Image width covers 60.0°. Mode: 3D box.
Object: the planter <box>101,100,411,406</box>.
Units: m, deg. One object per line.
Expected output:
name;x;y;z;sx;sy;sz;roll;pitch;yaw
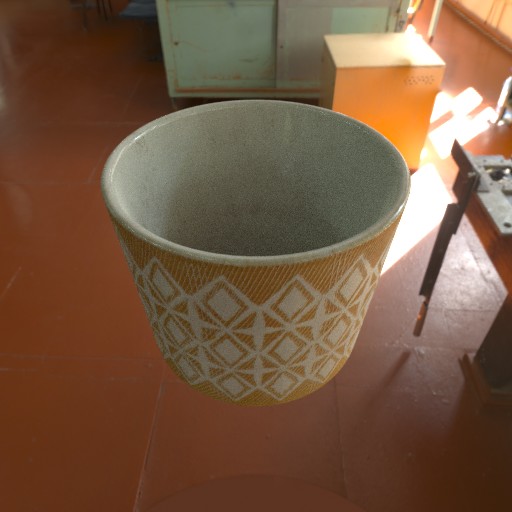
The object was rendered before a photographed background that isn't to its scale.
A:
planter;0.000;0.000;0.338;0.193;0.165;0.193;0;42;0
